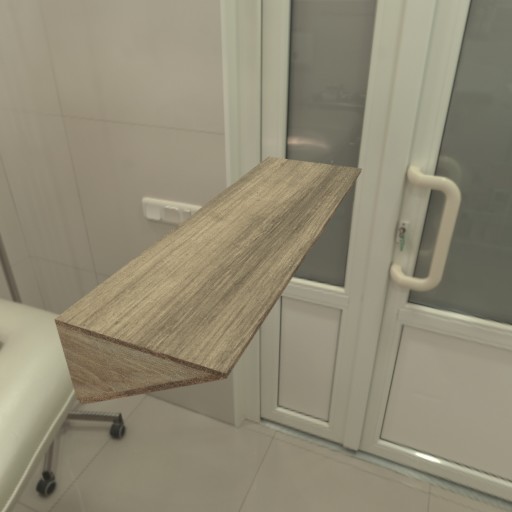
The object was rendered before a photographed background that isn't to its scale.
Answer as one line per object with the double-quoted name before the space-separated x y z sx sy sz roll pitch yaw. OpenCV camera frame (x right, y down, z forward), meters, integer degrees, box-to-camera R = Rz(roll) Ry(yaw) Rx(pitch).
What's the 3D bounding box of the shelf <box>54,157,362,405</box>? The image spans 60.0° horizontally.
"shelf" 0.000 0.000 0.703 0.200 0.125 0.610 12 32 20
